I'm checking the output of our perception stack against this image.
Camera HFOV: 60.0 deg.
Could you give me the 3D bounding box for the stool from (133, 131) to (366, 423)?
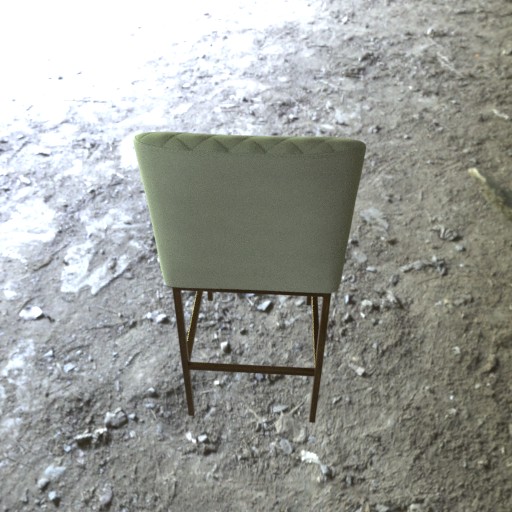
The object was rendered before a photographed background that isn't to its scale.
[{"bbox_3d":[0.000,0.000,1.323,0.462,1.084,0.546,2,46,2],"label":"stool"}]
